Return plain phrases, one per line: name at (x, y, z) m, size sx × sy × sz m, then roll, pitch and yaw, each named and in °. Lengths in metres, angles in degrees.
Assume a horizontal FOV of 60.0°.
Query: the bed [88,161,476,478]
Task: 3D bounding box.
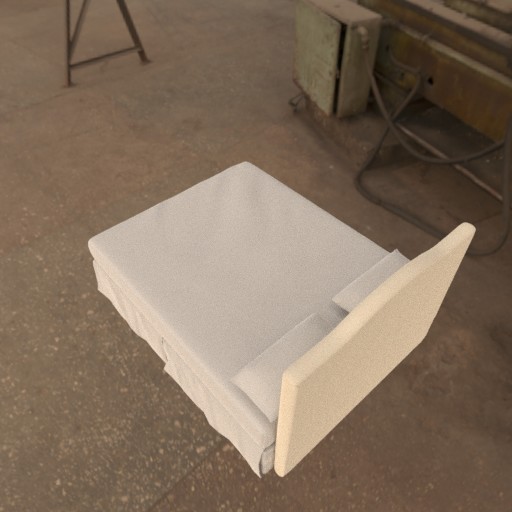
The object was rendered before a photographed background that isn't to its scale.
bed at (0.000, 0.000, 3.609) m, size 1.977 × 1.437 × 2.477 m, roll -33°, pitch 54°, yaw -28°
